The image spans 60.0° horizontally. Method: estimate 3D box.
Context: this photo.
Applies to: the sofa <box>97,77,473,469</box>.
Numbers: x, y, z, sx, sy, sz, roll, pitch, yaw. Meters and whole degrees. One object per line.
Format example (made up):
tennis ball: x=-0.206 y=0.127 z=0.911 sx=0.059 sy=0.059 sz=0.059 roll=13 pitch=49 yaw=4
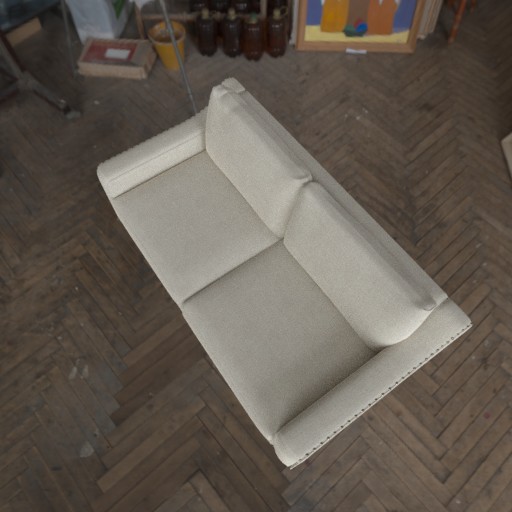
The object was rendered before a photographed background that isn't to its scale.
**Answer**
sofa: x=0.000 y=0.000 z=2.682 sx=1.104 sy=0.983 sz=2.107 roll=-32 pitch=67 yaw=-16
